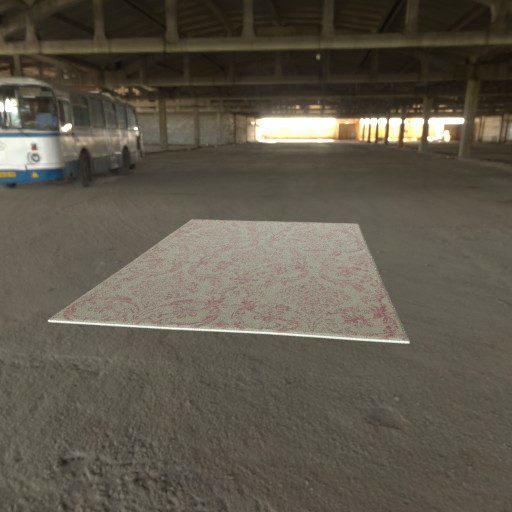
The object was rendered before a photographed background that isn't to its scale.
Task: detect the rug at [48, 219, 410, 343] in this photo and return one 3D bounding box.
[{"bbox_3d":[0.000,0.000,3.492,1.819,0.018,2.746,2,16,7],"label":"rug"}]
